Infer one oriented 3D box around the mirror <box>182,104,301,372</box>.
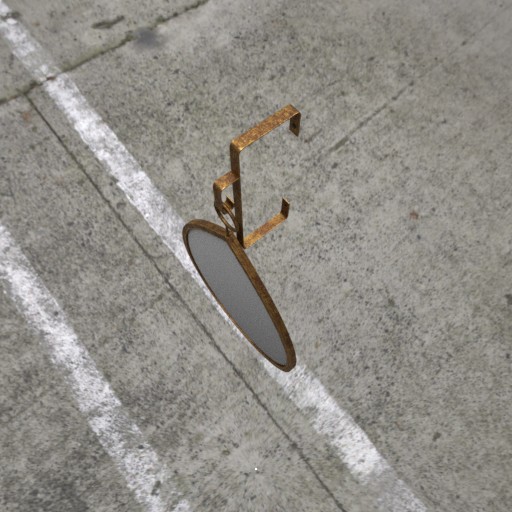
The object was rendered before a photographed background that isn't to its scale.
[{"bbox_3d":[0.000,0.000,0.914,0.144,0.744,0.405,-37,70,-16],"label":"mirror"}]
